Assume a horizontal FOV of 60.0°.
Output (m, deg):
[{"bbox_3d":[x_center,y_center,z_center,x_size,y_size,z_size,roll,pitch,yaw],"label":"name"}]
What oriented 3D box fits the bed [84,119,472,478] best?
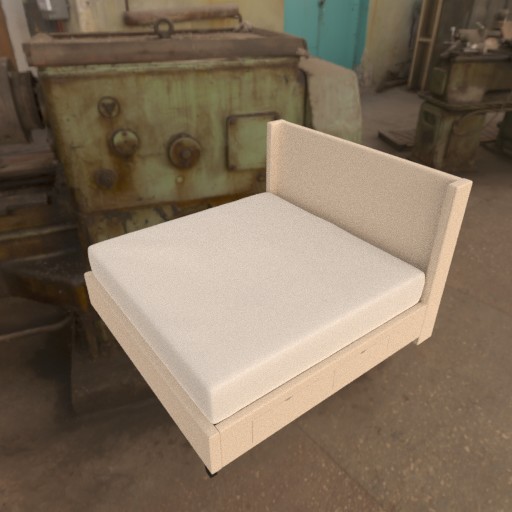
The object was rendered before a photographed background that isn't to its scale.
[{"bbox_3d":[0.000,0.000,3.688,2.293,1.471,2.145,-21,37,-31],"label":"bed"}]
